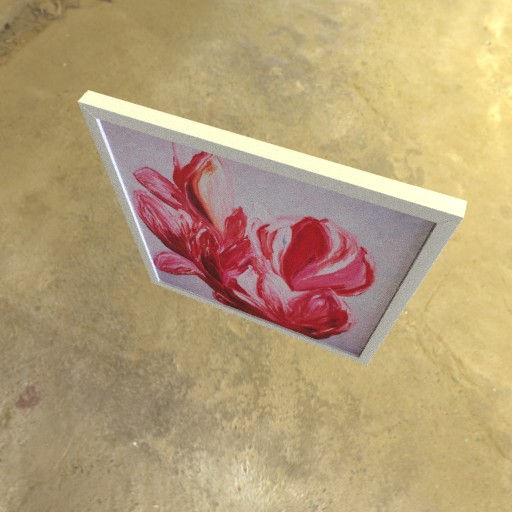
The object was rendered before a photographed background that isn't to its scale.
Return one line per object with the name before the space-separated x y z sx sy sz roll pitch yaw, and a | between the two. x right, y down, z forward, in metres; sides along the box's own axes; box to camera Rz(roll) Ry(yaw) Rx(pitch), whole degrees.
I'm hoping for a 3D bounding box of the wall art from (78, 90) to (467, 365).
wall art | 0.000 0.000 0.683 0.455 0.453 0.023 19 60 12
